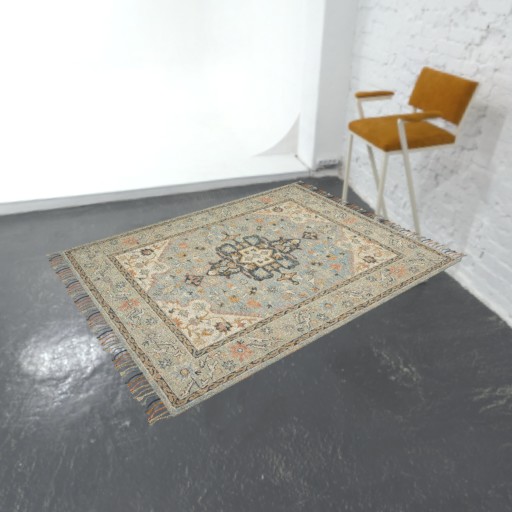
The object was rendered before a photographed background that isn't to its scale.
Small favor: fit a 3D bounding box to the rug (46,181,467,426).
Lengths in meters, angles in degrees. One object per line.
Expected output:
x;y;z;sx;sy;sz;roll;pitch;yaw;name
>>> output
0.000;0.000;4.171;3.221;0.011;2.379;-21;37;-30;rug
